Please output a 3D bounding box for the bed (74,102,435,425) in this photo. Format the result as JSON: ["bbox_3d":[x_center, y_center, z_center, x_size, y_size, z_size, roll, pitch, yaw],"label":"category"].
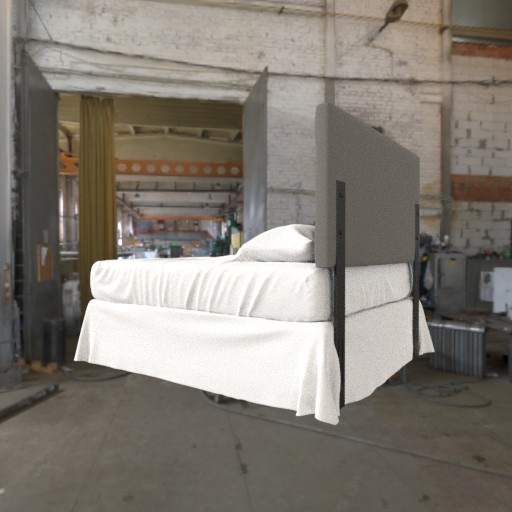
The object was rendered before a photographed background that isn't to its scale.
[{"bbox_3d":[0.000,0.000,3.458,2.222,1.577,1.936,1,1,36],"label":"bed"}]
